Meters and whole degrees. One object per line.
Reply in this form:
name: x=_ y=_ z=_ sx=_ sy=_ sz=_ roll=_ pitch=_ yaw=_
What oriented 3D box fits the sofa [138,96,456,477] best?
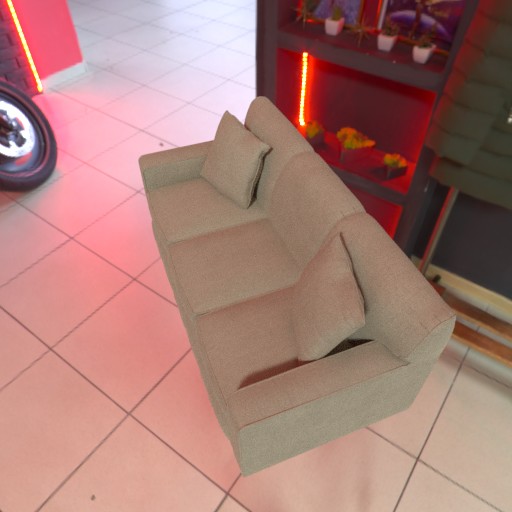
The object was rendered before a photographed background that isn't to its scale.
sofa: x=0.000 y=0.000 z=2.576 sx=0.997 sy=0.958 sz=2.024 roll=-16 pitch=48 yaw=-15
